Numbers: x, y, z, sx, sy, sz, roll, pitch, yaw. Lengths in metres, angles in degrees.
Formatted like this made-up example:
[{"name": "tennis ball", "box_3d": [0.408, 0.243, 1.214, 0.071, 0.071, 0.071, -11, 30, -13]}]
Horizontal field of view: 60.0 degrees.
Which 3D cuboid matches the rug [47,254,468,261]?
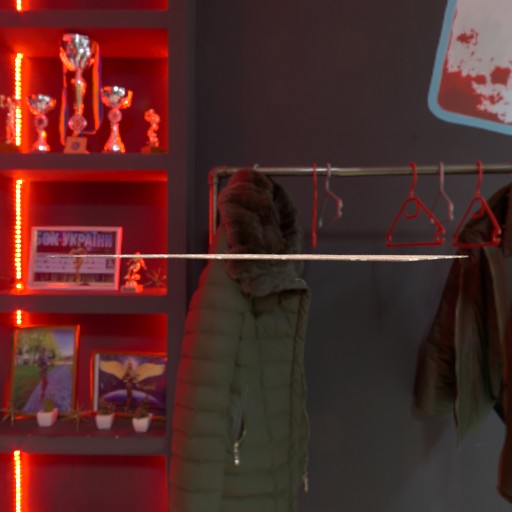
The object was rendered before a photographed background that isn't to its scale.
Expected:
[{"name": "rug", "box_3d": [0.000, 0.000, 2.174, 1.748, 0.010, 1.142, 0, 1, 34]}]
